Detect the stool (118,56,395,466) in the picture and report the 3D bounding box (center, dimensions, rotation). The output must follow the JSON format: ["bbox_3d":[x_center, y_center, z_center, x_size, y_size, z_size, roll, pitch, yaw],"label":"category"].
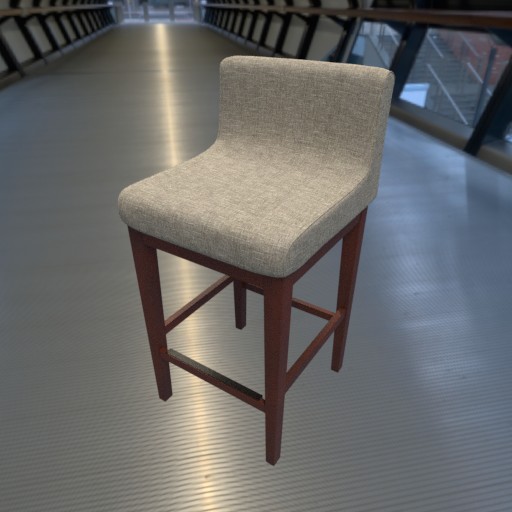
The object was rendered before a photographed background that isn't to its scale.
[{"bbox_3d":[0.000,0.000,1.070,0.417,0.835,0.459,19,35,28],"label":"stool"}]
